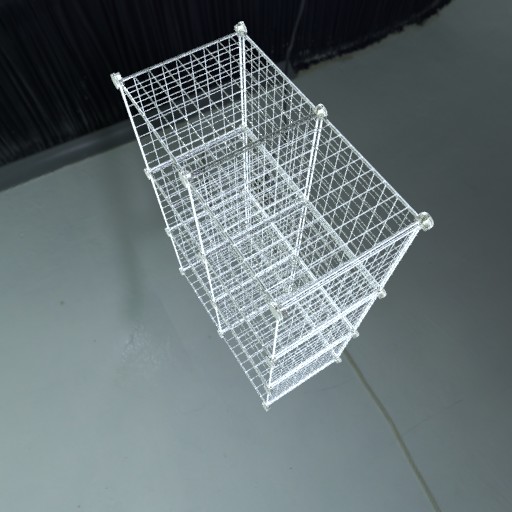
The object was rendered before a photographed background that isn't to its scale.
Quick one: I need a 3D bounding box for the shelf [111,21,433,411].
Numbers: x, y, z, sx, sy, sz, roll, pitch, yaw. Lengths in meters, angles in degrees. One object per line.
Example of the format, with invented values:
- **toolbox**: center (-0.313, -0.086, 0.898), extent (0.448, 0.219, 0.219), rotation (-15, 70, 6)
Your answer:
- **shelf**: center (0.000, 0.000, 1.407), extent (0.356, 1.067, 0.711), rotation (-29, 66, -14)
